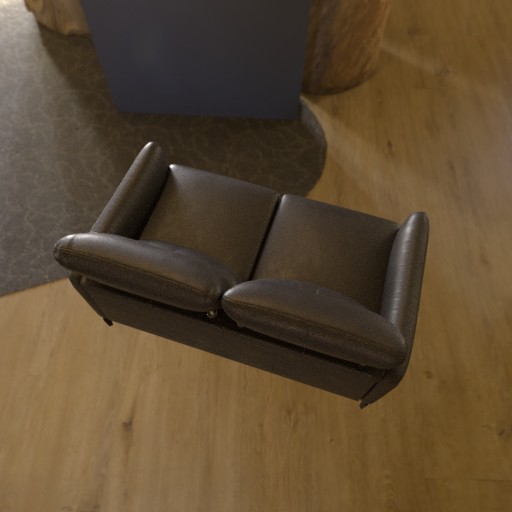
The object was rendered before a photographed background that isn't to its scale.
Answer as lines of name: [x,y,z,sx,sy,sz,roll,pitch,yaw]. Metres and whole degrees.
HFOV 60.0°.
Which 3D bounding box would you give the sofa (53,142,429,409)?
sofa: [0.000,0.000,2.214,1.596,0.920,0.958,16,63,8]
